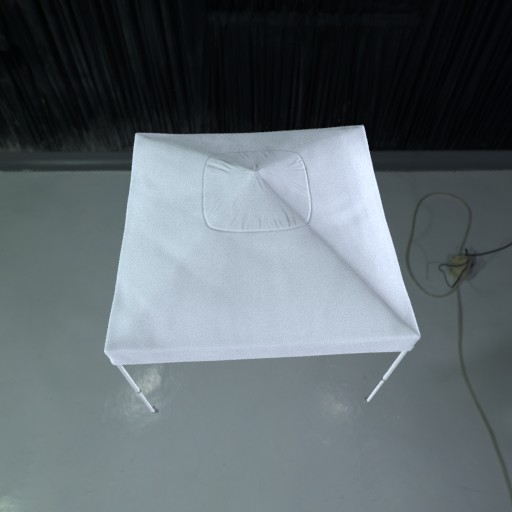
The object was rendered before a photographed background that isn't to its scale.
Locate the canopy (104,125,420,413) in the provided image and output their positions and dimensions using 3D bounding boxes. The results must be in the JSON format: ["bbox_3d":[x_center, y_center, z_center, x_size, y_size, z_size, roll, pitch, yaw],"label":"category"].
[{"bbox_3d":[0.000,0.000,5.576,2.998,2.997,2.996,-2,57,-2],"label":"canopy"}]
